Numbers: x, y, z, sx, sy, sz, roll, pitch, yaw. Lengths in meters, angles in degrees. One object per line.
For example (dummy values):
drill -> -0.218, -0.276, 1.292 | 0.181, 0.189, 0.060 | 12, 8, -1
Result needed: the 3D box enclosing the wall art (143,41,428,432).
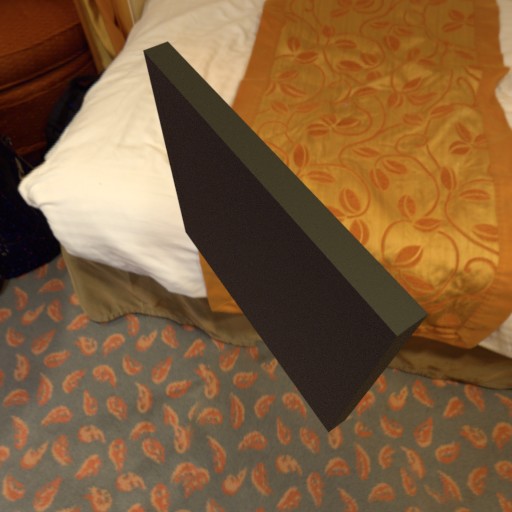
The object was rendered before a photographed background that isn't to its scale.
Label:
wall art -> 0.000, 0.000, 0.523 | 0.029, 0.330, 0.381 | -30, 62, -17
